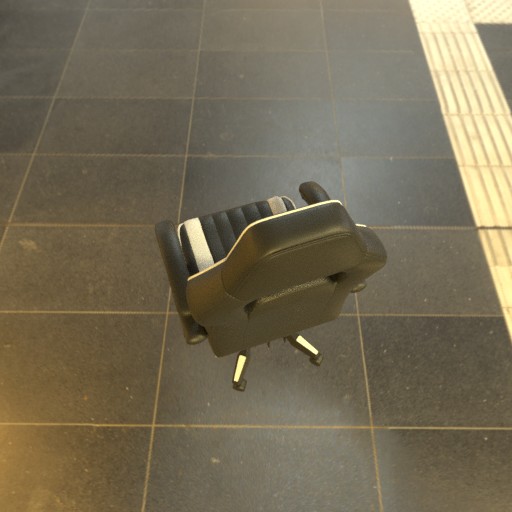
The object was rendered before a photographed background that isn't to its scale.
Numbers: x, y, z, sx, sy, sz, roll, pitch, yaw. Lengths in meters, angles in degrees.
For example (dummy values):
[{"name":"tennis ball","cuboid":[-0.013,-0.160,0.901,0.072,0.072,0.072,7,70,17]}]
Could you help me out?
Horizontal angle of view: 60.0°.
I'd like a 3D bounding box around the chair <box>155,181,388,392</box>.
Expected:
[{"name":"chair","cuboid":[0.000,0.000,1.619,0.676,1.200,0.700,-16,60,-10]}]
